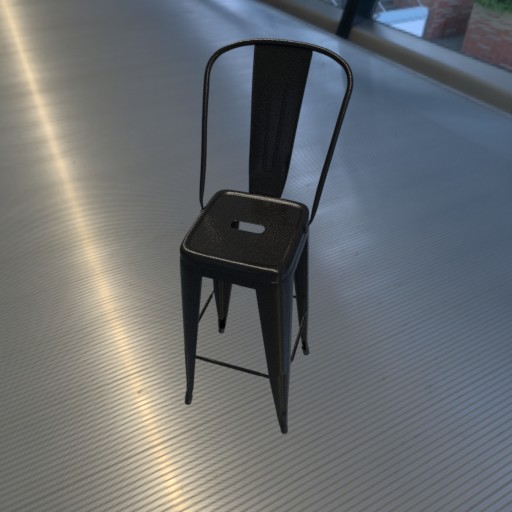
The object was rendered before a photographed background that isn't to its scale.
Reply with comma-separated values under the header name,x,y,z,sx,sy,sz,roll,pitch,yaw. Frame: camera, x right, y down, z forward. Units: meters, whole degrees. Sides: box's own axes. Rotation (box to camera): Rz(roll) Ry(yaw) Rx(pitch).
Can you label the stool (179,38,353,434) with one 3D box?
name,x,y,z,sx,sy,sz,roll,pitch,yaw
stool,0.000,0.000,1.351,0.399,1.096,0.513,12,44,13
